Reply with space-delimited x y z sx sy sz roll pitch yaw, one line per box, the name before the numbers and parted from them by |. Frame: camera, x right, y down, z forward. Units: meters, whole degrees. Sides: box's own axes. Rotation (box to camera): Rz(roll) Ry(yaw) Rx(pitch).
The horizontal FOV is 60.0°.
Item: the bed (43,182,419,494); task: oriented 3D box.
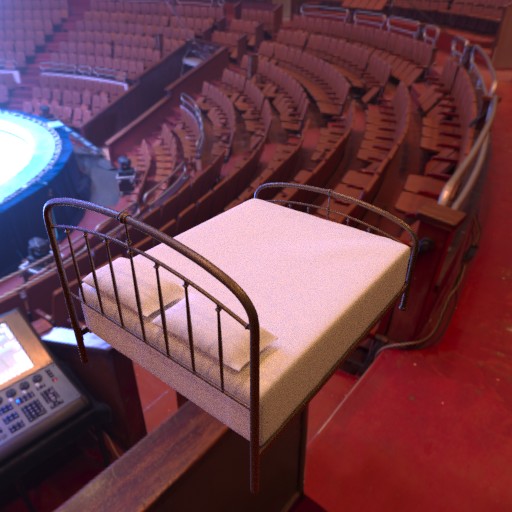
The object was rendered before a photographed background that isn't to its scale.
bed | 0.000 0.000 3.269 1.711 1.475 2.168 22 37 32
